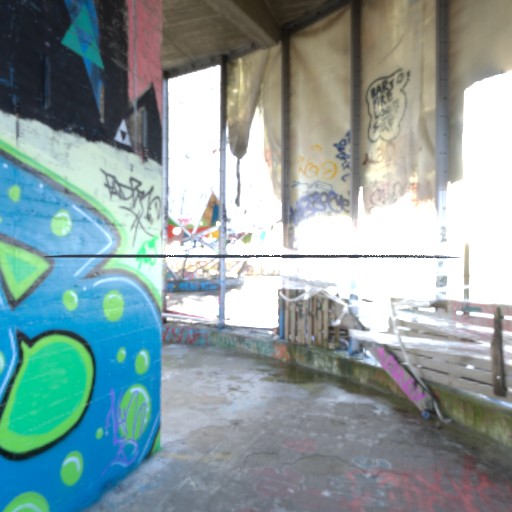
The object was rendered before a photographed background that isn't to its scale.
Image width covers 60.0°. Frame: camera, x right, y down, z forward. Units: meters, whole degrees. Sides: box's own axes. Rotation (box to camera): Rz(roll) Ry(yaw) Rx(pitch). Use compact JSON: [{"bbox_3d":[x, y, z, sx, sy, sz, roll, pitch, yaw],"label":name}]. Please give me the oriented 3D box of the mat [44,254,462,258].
[{"bbox_3d":[0.000,0.000,1.867,1.524,0.013,0.918,0,0,19],"label":"mat"}]
